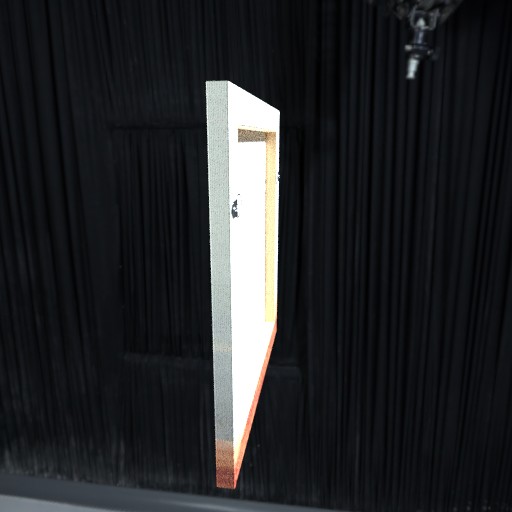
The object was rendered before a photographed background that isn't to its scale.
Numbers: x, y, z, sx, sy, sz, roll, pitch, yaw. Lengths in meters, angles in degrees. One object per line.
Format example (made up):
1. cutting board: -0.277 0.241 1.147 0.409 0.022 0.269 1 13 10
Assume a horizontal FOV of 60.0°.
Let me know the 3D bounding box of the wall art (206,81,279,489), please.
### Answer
1. wall art: 0.000 0.000 1.149 0.042 0.760 0.760 2 15 9
